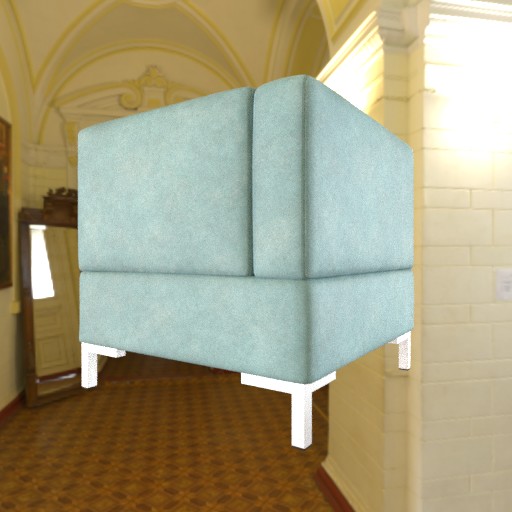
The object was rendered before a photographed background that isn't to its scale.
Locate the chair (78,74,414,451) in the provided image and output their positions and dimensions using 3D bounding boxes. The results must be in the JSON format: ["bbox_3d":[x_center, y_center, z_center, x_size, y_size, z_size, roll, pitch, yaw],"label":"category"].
[{"bbox_3d":[0.000,0.000,1.208,0.684,0.660,0.691,0,1,34],"label":"chair"}]
